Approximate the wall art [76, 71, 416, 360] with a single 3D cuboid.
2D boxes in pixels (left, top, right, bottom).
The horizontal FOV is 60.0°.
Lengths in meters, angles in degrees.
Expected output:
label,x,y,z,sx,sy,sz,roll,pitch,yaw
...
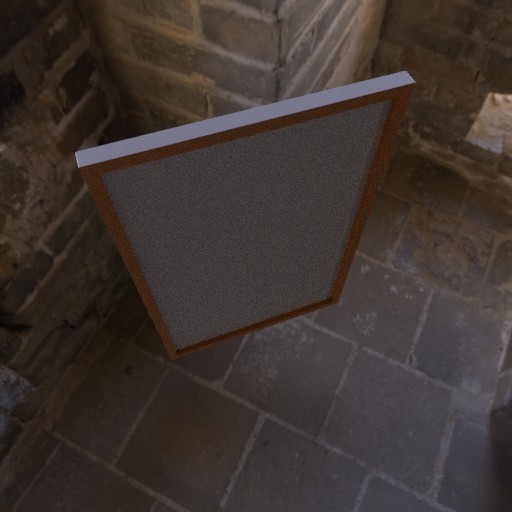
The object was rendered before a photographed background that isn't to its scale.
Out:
label,x,y,z,sx,sy,sz,roll,pitch,yaw
wall art,0.000,0.000,0.764,0.405,0.608,0.025,-17,60,-11
